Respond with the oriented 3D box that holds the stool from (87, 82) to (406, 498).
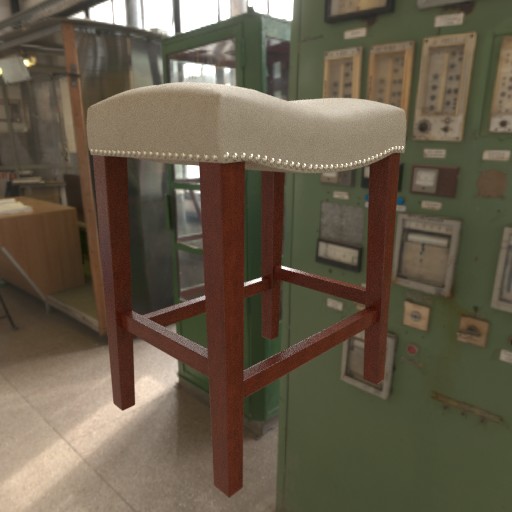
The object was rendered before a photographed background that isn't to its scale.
[{"bbox_3d":[0.000,0.000,0.914,0.375,0.632,0.509,14,21,42],"label":"stool"}]
